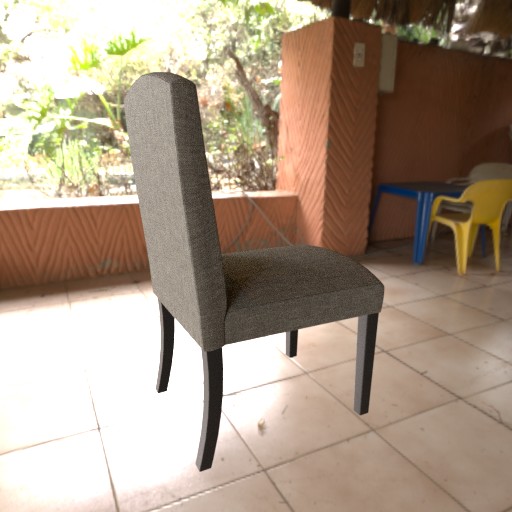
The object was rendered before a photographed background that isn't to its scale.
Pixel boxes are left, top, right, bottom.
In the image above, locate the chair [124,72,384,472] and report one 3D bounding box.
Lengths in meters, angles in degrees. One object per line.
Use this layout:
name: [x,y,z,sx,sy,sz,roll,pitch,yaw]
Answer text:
chair: [0.000,0.000,1.237,0.580,0.917,0.451,-8,17,-26]
